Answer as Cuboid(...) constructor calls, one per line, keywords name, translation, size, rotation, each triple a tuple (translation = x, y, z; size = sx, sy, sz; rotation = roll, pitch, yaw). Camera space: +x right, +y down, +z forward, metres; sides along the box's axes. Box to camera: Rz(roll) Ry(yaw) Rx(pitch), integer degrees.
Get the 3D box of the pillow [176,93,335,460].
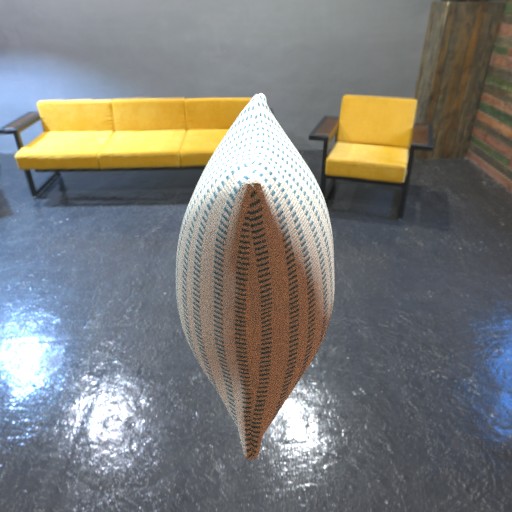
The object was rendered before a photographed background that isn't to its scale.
Cuboid(name="pillow", translation=(0.000, 0.000, 0.705), size=(0.247, 0.419, 0.438), rotation=(1, 31, 1))
